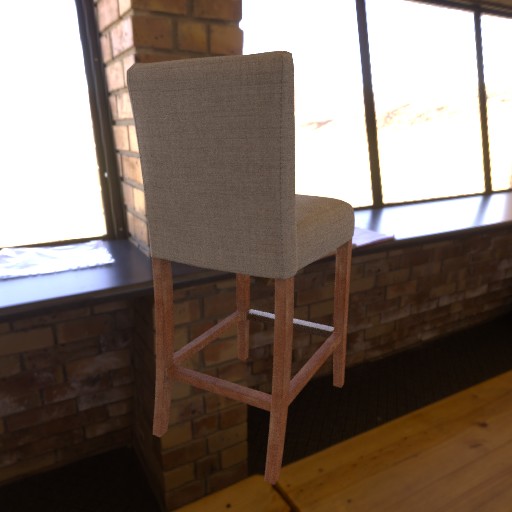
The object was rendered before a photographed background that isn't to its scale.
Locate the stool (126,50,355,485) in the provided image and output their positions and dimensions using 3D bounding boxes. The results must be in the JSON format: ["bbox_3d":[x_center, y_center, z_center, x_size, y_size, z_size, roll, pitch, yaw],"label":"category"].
[{"bbox_3d":[0.000,0.000,1.329,0.454,1.039,0.567,9,19,27],"label":"stool"}]
